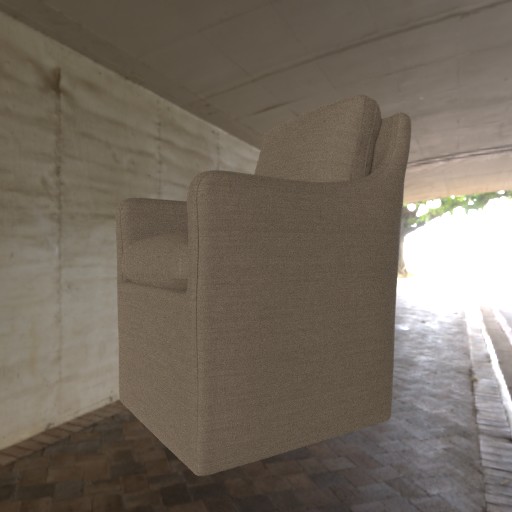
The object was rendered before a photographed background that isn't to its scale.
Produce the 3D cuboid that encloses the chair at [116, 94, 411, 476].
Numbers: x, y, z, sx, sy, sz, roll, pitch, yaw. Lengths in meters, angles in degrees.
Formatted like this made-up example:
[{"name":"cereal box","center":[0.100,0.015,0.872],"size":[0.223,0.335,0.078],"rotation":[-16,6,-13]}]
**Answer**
[{"name":"chair","center":[0.000,0.000,1.318],"size":[0.694,0.914,0.626],"rotation":[0,0,-33]}]
